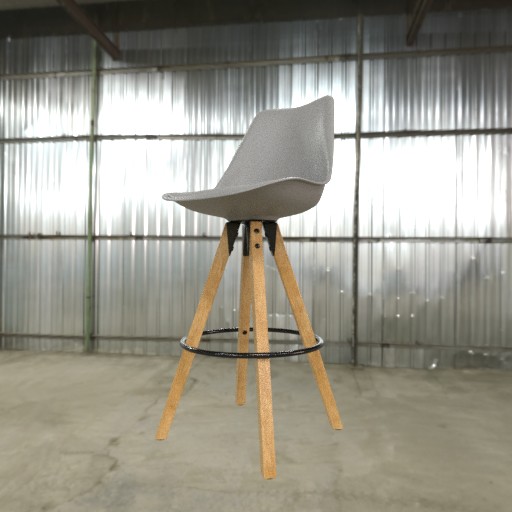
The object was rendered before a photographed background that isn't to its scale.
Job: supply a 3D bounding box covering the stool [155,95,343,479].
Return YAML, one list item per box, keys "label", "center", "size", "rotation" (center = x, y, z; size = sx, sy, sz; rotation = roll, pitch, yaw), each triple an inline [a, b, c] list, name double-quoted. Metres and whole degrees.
- label: "stool"
  center: [0.000, 0.000, 1.411]
  size: [0.485, 1.115, 0.550]
  rotation: [0, 0, 36]
